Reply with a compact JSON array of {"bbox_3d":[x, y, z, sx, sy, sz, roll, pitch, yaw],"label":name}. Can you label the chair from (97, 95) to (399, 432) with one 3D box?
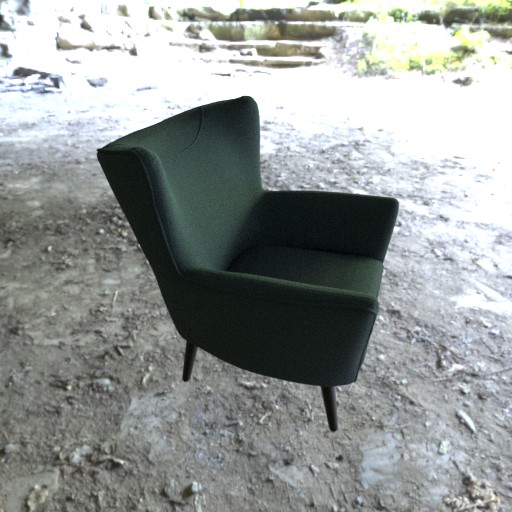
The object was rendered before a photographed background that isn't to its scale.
[{"bbox_3d":[0.000,0.000,1.558,0.888,0.933,0.781,10,31,17],"label":"chair"}]
